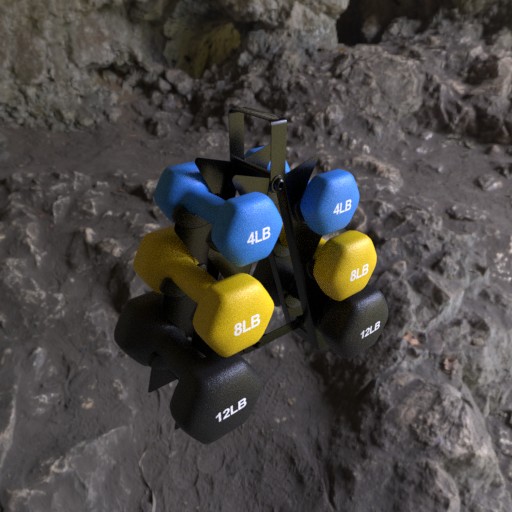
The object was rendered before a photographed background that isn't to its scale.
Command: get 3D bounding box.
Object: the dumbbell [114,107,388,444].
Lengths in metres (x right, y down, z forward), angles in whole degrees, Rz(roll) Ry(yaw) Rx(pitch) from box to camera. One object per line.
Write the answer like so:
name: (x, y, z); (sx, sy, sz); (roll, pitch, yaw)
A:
dumbbell: (0.000, 0.000, 0.679); (0.409, 0.426, 0.255); (-20, 35, -32)
